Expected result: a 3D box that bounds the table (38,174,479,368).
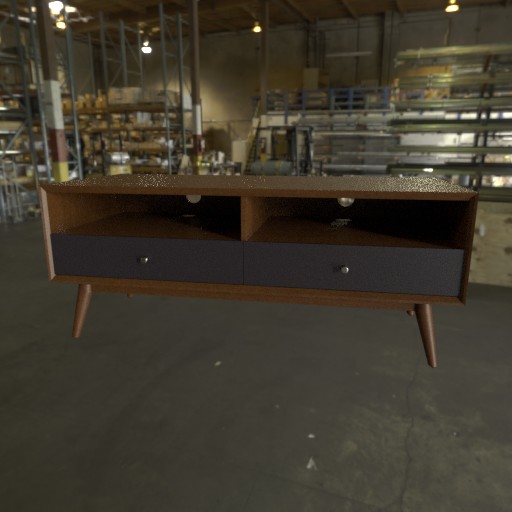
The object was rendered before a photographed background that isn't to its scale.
[{"bbox_3d":[0.000,0.000,1.389,1.119,0.464,0.490,2,14,10],"label":"table"}]
